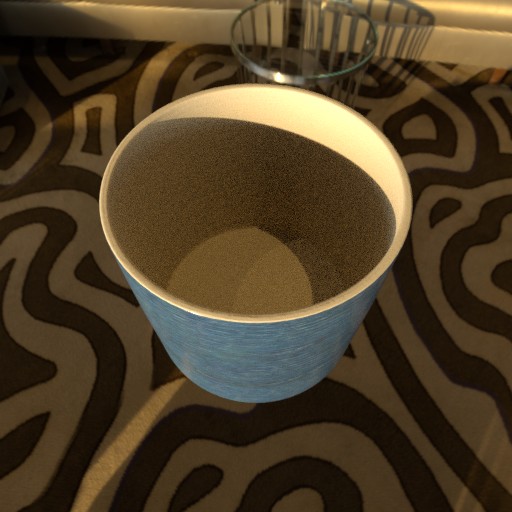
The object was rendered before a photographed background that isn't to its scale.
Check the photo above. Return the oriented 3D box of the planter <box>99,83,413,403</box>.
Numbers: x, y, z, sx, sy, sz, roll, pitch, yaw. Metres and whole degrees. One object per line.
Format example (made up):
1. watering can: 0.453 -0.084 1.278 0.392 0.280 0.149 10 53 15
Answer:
1. planter: 0.000 0.000 0.403 0.221 0.201 0.221 0 57 0
